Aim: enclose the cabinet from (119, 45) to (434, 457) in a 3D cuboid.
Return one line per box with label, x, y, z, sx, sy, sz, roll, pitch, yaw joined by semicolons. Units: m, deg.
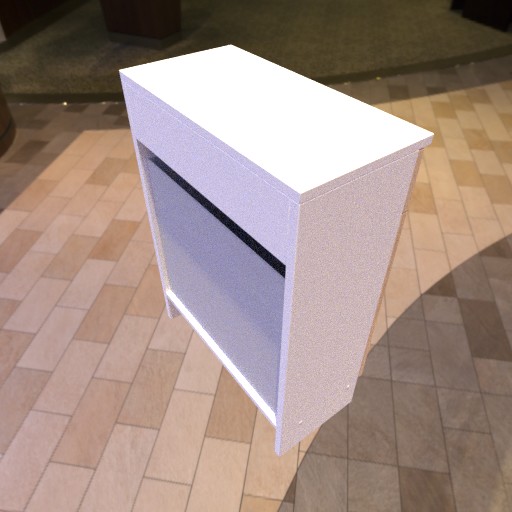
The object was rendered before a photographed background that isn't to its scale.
cabinet;0.000;0.000;1.123;0.296;0.815;0.600;-27;48;-27
